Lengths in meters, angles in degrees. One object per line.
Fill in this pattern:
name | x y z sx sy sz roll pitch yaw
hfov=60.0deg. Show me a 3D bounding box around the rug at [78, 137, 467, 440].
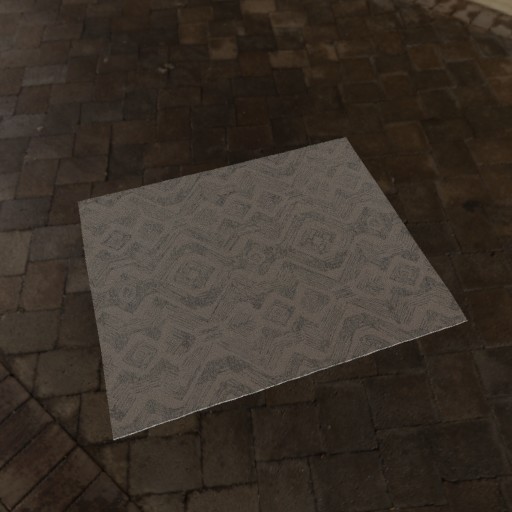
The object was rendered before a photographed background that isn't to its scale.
rug | 0.000 0.000 4.187 3.054 0.030 2.430 -16 58 -10
